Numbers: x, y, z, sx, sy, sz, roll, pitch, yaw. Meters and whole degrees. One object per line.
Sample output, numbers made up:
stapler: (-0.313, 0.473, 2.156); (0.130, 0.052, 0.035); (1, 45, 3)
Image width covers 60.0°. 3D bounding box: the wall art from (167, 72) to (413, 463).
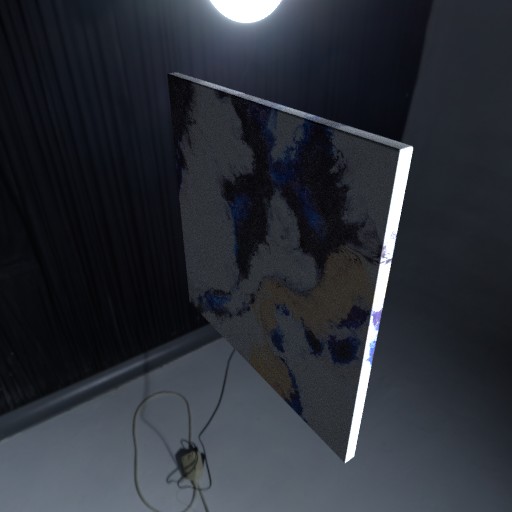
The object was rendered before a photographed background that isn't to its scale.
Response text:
wall art: (0.000, 0.000, 1.299); (0.038, 0.885, 0.887); (-21, 38, -30)
